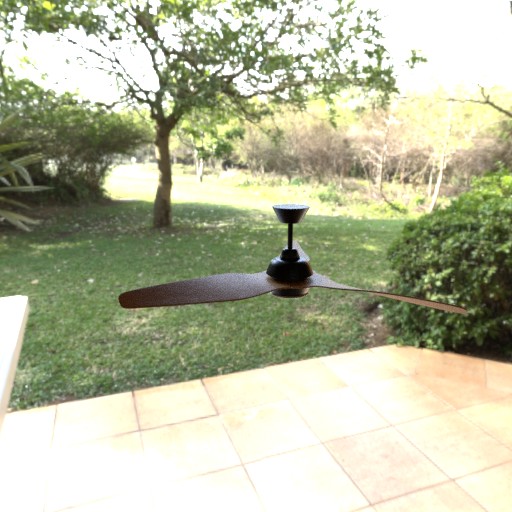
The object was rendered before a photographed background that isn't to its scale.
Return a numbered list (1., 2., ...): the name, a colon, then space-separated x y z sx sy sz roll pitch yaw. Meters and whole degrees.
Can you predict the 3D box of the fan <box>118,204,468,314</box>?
1. fan: 0.000 0.000 1.665 1.010 0.355 1.142 -7 15 -26
